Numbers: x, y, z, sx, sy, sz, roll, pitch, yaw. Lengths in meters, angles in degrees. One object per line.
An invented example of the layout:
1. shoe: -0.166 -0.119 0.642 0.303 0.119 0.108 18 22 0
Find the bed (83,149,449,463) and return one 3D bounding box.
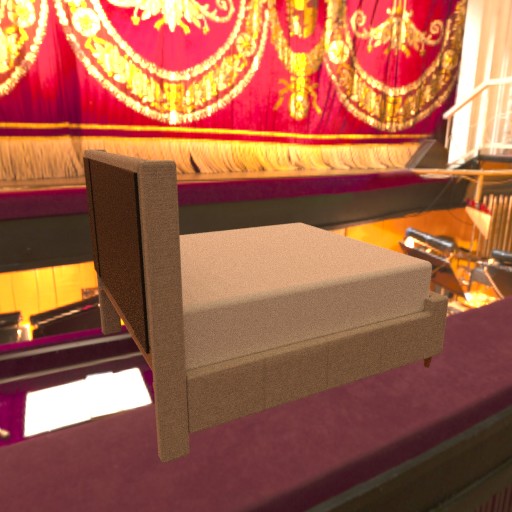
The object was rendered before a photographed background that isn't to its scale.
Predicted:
1. bed: 0.000 0.000 3.755 2.370 1.743 2.045 -8 17 -27
